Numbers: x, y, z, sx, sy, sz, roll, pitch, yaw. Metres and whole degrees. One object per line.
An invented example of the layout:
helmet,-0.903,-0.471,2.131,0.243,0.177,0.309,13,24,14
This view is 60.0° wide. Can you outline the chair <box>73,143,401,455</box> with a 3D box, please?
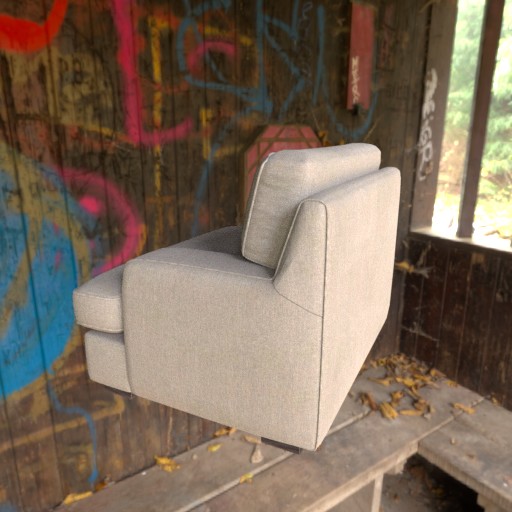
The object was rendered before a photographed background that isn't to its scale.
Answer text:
chair,0.000,0.000,1.998,1.043,0.974,1.270,8,18,25
